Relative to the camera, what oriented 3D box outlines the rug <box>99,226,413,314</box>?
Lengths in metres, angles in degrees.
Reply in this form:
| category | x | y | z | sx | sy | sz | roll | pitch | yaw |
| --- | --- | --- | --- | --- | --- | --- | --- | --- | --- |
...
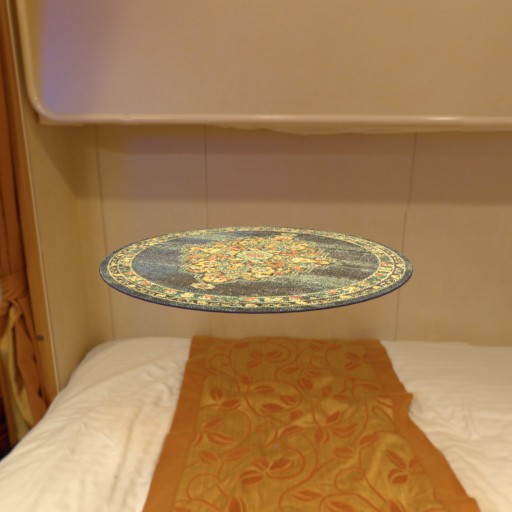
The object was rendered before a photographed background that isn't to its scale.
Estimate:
| category | x | y | z | sx | sy | sz | roll | pitch | yaw |
| --- | --- | --- | --- | --- | --- | --- | --- | --- | --- |
| rug | 0.000 | 0.000 | 3.560 | 2.386 | 0.014 | 2.386 | 0 | 15 | 0 |
